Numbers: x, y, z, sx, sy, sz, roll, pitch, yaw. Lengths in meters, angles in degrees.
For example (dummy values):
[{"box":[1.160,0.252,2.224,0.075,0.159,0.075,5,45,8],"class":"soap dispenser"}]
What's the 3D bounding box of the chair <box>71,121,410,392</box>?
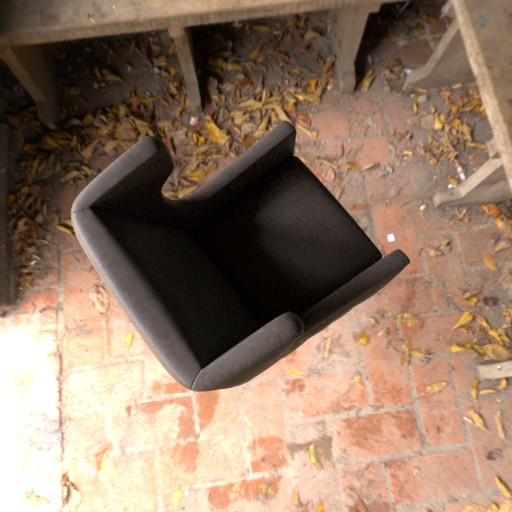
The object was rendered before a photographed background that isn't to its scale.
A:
[{"box":[0.000,0.000,1.687,0.899,1.079,0.769,-36,78,-9],"class":"chair"}]
